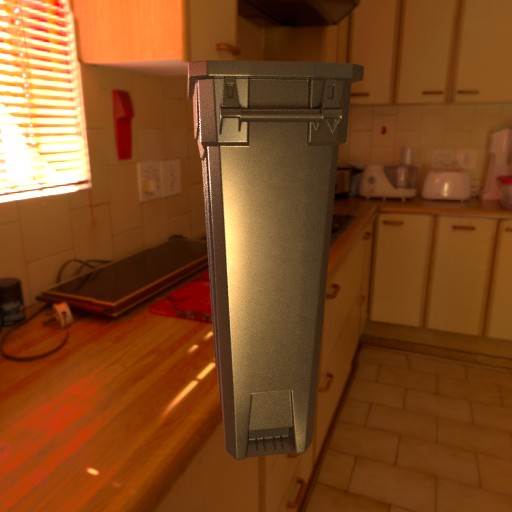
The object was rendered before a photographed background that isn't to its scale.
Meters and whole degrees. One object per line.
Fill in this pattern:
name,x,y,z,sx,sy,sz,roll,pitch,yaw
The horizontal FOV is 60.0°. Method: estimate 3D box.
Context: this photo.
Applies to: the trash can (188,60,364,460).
trash can,0.000,0.000,1.028,0.281,0.762,0.559,-2,16,-8
